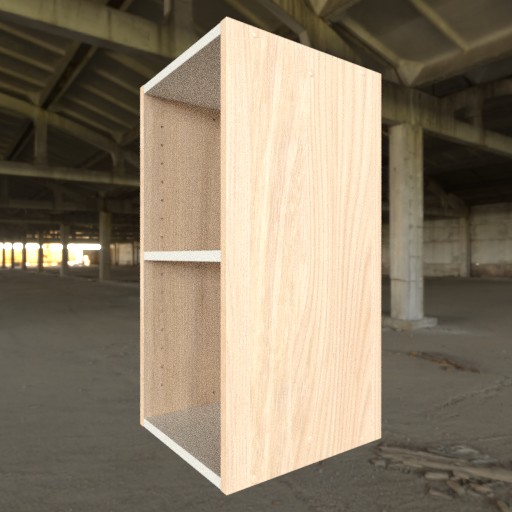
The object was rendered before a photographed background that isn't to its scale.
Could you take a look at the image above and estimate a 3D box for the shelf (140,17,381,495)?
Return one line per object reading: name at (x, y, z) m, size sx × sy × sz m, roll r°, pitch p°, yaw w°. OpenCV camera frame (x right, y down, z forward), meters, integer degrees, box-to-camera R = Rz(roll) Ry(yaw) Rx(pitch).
shelf at (0.000, 0.000, 0.753) m, size 0.297 × 0.594 × 0.290 m, roll 0°, pitch 0°, yaw -36°
